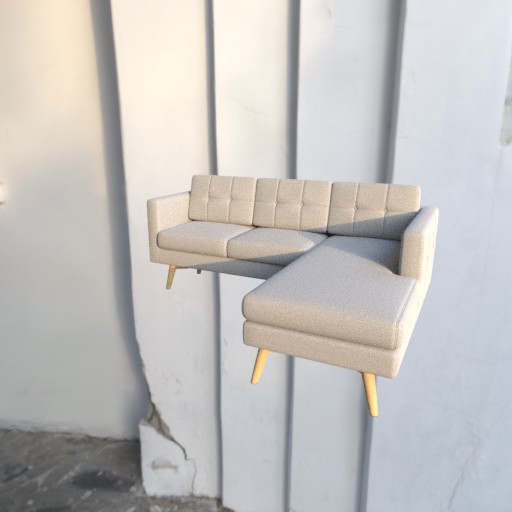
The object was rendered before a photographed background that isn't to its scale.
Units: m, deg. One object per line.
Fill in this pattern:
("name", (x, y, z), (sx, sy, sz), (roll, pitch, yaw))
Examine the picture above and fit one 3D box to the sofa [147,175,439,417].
("sofa", (0.000, 0.000, 2.843), (2.040, 0.860, 1.530), (8, 17, 25))
